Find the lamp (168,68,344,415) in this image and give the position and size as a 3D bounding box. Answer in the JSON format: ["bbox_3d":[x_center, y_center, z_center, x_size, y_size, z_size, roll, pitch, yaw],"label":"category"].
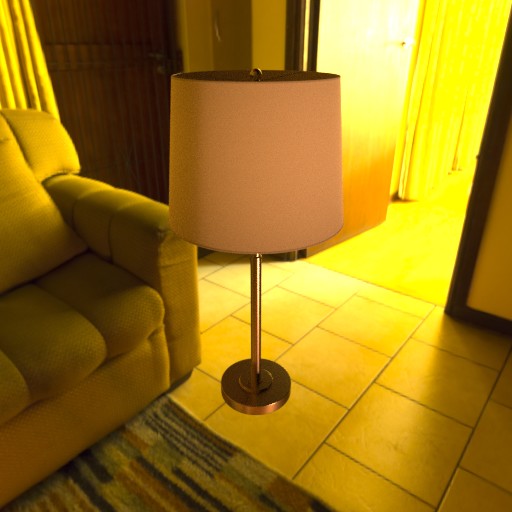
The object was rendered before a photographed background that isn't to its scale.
[{"bbox_3d":[0.000,0.000,0.891,0.333,0.696,0.333,0,26,0],"label":"lamp"}]
